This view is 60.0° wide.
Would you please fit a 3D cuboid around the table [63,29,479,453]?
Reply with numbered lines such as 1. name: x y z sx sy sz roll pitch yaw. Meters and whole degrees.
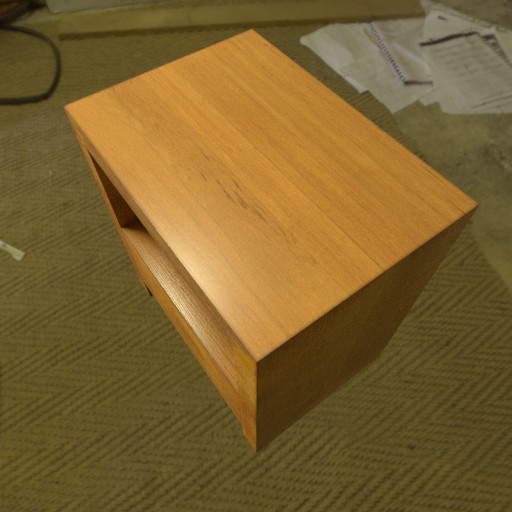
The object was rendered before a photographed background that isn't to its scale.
1. table: 0.000 0.000 0.941 0.400 0.605 0.550 -32 62 -19
